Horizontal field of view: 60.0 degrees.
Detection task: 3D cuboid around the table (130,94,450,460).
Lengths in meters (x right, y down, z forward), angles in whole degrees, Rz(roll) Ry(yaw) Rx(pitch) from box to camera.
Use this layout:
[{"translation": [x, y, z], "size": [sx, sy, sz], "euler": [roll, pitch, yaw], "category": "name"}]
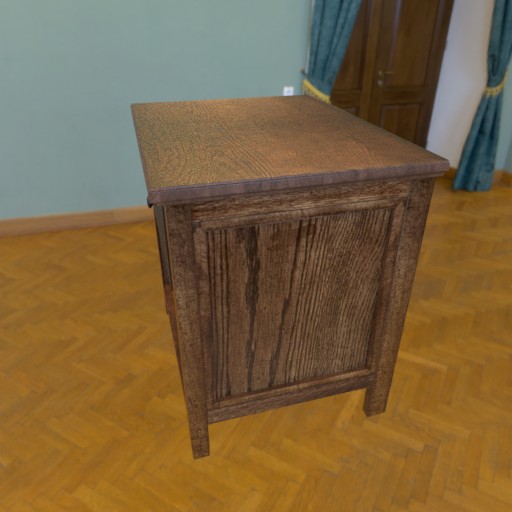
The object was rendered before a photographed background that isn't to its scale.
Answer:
[{"translation": [0.000, 0.000, 1.025], "size": [0.461, 0.597, 0.586], "euler": [-8, 31, -14], "category": "table"}]
